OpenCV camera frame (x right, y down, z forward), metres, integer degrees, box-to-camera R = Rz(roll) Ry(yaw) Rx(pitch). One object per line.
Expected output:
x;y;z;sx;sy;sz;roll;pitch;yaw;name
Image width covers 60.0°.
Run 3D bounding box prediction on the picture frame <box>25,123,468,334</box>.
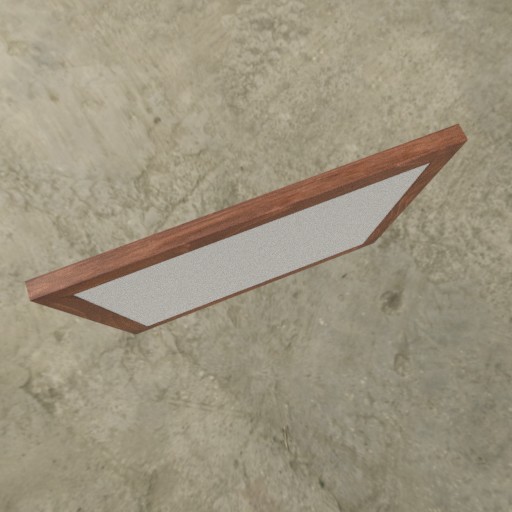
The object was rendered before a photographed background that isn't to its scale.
0.000;0.000;0.752;0.559;0.457;0.025;-21;76;-5;picture frame
